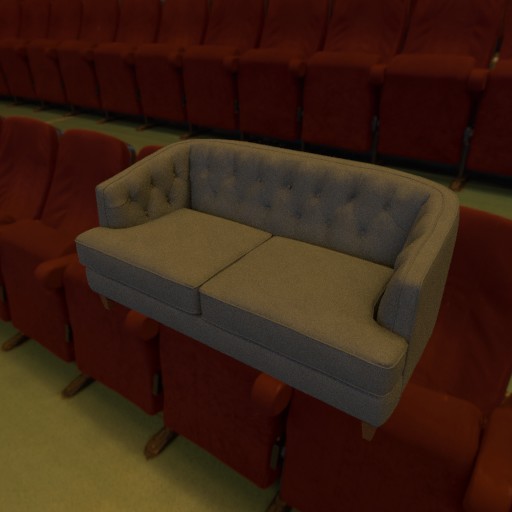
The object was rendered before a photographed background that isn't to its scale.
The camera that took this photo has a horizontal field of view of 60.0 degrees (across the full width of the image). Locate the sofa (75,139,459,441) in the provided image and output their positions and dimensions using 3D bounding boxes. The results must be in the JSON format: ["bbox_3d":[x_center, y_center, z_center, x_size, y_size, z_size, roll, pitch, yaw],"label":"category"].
[{"bbox_3d":[0.000,0.000,2.231,1.733,0.855,0.941,18,34,30],"label":"sofa"}]
